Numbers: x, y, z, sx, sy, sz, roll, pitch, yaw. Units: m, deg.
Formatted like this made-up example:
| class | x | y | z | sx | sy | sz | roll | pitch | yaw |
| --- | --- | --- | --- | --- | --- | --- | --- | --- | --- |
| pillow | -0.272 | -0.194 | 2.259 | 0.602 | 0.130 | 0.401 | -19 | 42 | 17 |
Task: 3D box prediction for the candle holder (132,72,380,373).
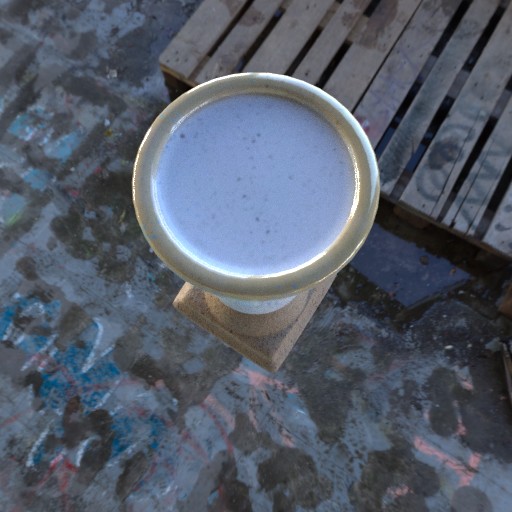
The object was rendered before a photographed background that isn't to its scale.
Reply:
| class | x | y | z | sx | sy | sz | roll | pitch | yaw |
| --- | --- | --- | --- | --- | --- | --- | --- | --- | --- |
| candle holder | 0.000 | 0.000 | 0.294 | 0.110 | 0.239 | 0.110 | 32 | 77 | 9 |
